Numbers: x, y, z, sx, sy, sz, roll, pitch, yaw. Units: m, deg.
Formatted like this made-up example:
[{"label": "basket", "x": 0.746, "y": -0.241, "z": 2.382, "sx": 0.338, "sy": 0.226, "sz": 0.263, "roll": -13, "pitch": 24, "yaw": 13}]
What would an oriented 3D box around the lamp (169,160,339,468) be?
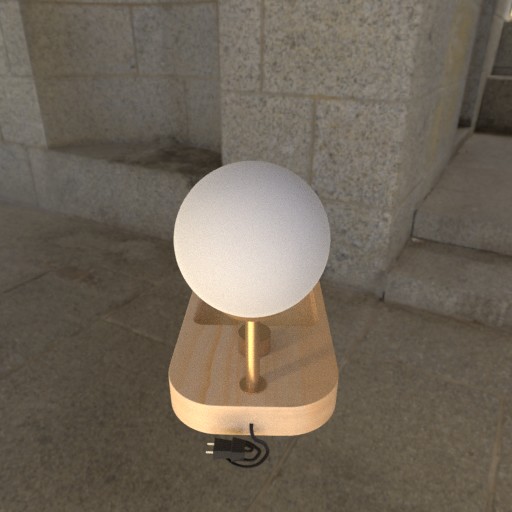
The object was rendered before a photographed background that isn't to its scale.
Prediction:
[{"label": "lamp", "x": 0.000, "y": 0.000, "z": 0.479, "sx": 0.173, "sy": 0.253, "sz": 0.331, "roll": 1, "pitch": 26, "yaw": 1}]
